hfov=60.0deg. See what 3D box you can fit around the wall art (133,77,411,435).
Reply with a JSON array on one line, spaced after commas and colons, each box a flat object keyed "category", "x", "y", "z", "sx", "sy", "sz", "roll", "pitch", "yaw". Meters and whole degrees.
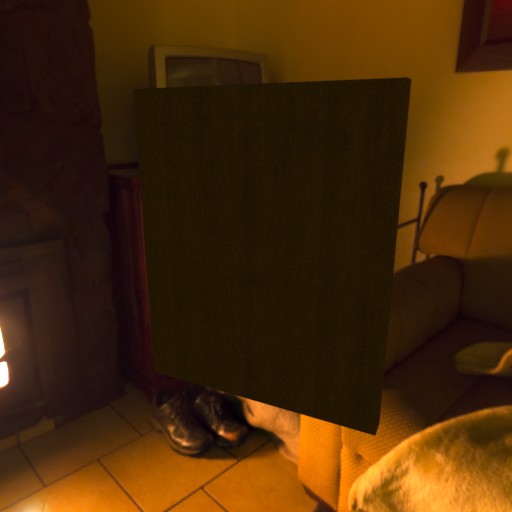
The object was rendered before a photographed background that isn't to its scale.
[{"category": "wall art", "x": 0.000, "y": 0.000, "z": 0.764, "sx": 0.455, "sy": 0.552, "sz": 0.034, "roll": 8, "pitch": 18, "yaw": 25}]
